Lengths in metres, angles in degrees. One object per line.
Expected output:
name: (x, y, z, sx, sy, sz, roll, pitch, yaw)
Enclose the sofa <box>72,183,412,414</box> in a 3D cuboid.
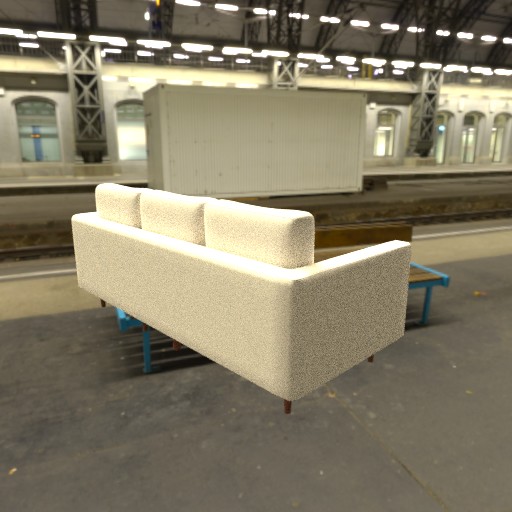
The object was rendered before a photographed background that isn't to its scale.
sofa: (0.000, 0.000, 2.895, 1.580, 0.899, 2.029, -14, 20, -42)
